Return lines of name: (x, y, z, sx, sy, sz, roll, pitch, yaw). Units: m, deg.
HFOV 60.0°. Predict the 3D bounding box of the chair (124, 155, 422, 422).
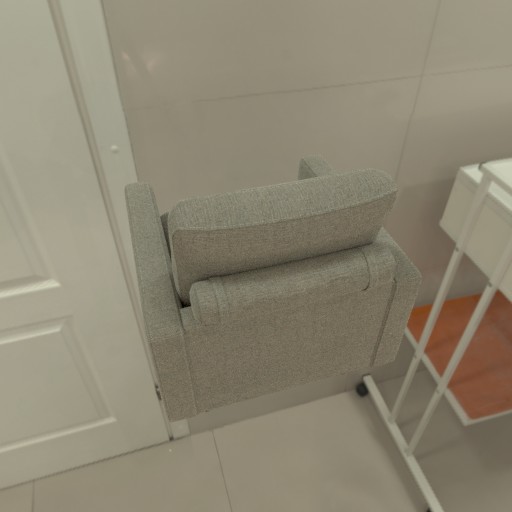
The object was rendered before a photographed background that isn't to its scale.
chair: (0.000, 0.000, 1.581, 0.821, 0.880, 0.843, -11, 43, -13)
